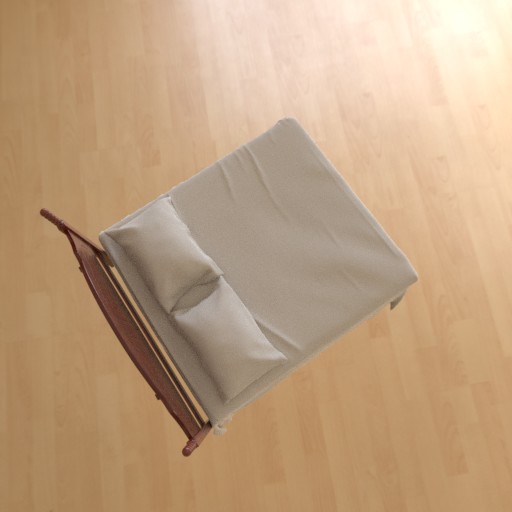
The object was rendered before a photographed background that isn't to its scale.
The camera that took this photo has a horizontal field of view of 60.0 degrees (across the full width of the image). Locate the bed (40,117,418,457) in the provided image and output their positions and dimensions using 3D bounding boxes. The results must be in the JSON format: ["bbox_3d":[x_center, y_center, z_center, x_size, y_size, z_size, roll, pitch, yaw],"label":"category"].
[{"bbox_3d":[0.000,0.000,3.247,2.040,1.356,1.873,-33,78,-8],"label":"bed"}]
